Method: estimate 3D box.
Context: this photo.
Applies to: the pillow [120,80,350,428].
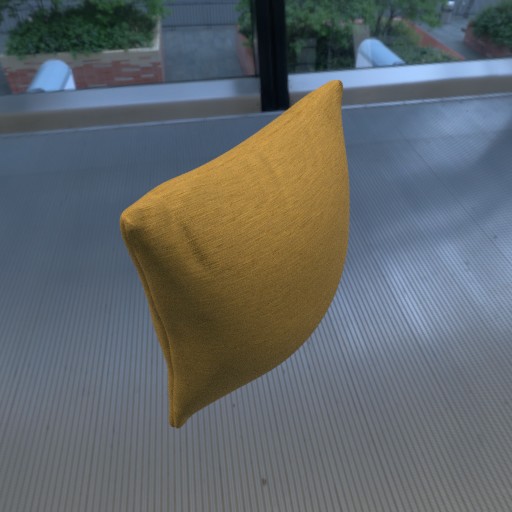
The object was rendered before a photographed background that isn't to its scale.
[{"bbox_3d":[0.000,0.000,0.683,0.247,0.417,0.435,26,48,26],"label":"pillow"}]
